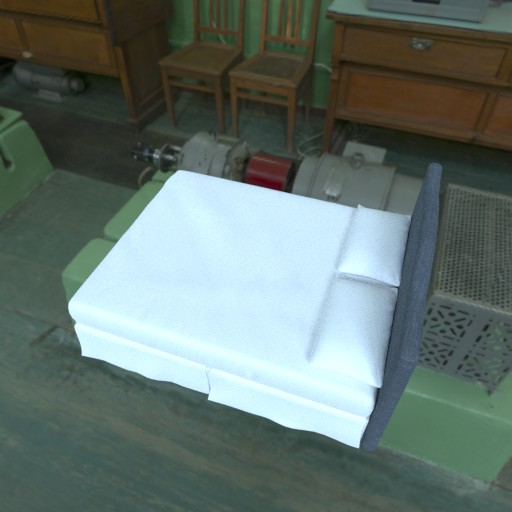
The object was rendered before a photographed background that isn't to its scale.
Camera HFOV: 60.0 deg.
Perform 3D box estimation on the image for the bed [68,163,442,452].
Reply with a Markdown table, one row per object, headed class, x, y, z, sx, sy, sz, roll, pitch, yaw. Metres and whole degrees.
| class | x | y | z | sx | sy | sz | roll | pitch | yaw |
| --- | --- | --- | --- | --- | --- | --- | --- | --- | --- |
| bed | 0.000 | 0.000 | 3.918 | 2.689 | 1.457 | 2.161 | 15 | 48 | 14 |
